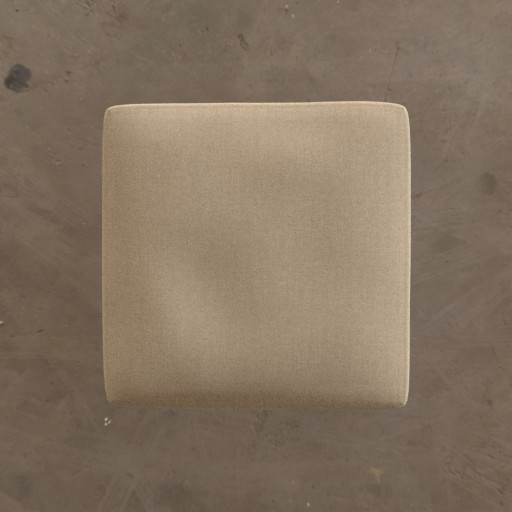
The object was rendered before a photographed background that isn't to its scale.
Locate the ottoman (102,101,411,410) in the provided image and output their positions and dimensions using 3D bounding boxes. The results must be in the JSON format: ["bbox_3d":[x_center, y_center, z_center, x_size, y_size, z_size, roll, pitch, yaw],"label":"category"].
[{"bbox_3d":[0.000,0.000,1.355,0.843,0.436,0.840,0,91,2],"label":"ottoman"}]
